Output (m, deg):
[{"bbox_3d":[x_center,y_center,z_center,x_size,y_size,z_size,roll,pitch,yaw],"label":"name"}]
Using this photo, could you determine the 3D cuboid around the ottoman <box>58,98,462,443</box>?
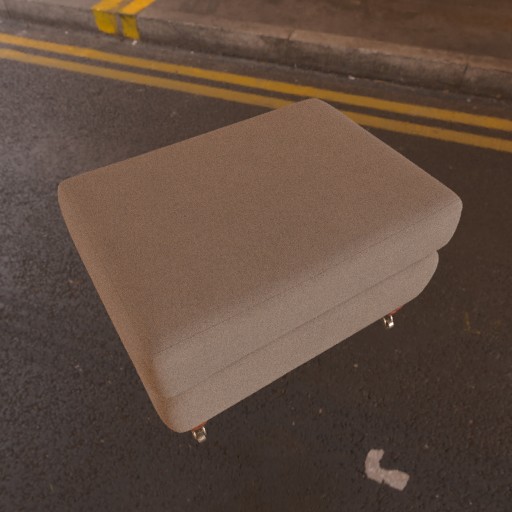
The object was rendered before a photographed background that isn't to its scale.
[{"bbox_3d":[0.000,0.000,1.138,0.773,0.504,0.569,-25,53,-21],"label":"ottoman"}]
